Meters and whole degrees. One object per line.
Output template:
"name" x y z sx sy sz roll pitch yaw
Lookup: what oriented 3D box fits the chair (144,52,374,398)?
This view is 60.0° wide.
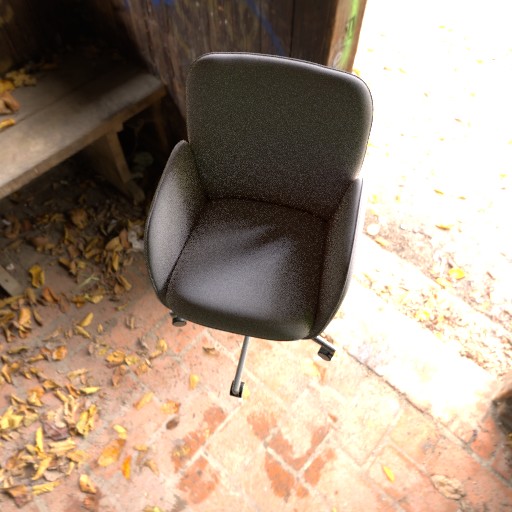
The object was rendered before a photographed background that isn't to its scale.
"chair" 0.000 0.000 1.366 0.648 0.959 0.633 11 58 7
